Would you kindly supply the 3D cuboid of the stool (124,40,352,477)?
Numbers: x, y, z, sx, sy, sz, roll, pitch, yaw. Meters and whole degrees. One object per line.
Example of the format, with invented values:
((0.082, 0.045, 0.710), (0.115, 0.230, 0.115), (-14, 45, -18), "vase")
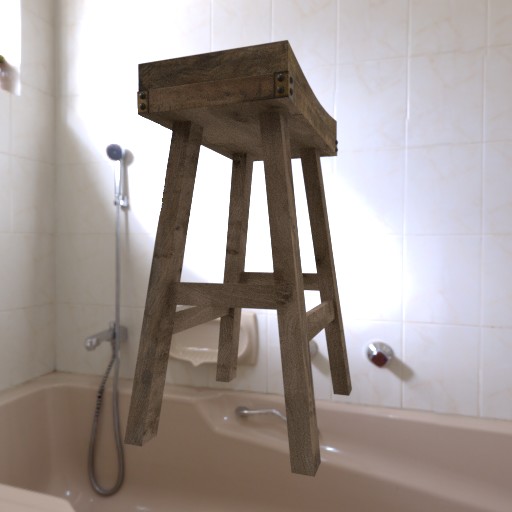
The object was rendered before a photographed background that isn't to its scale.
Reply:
((0.000, 0.000, 0.894), (0.330, 0.635, 0.450), (0, 1, 19), "stool")
